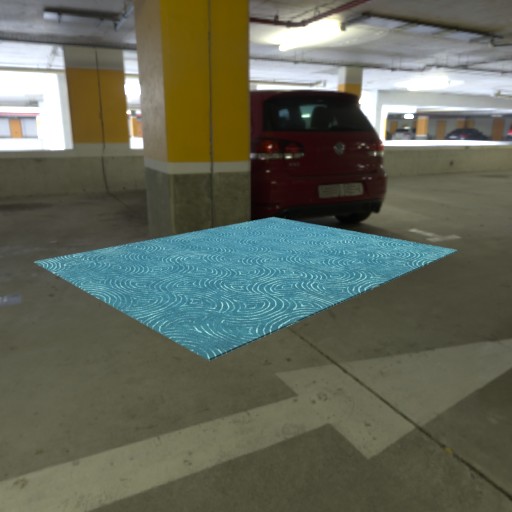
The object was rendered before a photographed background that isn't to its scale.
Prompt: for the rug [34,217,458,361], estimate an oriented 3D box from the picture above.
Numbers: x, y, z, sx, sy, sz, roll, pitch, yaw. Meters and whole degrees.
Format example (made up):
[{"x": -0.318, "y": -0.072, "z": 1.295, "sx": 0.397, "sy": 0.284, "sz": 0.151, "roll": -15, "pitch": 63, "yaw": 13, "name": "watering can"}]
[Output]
[{"x": 0.000, "y": 0.000, "z": 4.050, "sx": 3.033, "sy": 0.012, "sz": 2.432, "roll": -15, "pitch": 21, "yaw": -42, "name": "rug"}]
